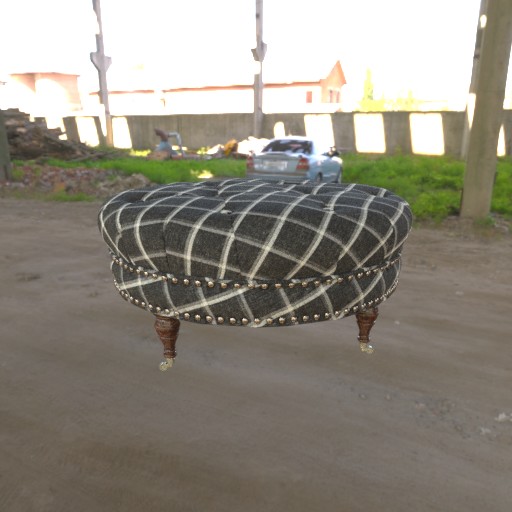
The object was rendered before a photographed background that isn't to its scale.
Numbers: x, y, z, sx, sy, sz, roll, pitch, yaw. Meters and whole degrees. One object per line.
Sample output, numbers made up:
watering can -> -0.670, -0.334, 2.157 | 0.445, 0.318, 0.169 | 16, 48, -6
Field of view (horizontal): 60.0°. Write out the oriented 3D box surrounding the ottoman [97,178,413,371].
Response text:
ottoman -> 0.000, 0.000, 1.371 | 0.901, 0.439, 0.901 | 0, 15, 0
